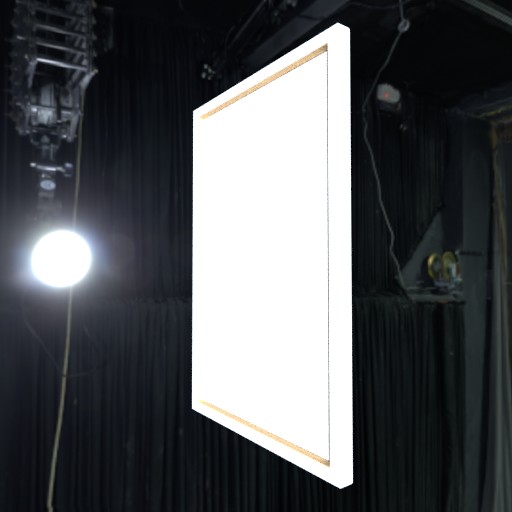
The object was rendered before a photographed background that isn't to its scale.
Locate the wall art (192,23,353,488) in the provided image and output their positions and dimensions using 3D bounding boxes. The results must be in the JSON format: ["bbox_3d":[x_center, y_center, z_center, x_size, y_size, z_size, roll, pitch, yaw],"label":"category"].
[{"bbox_3d":[0.000,0.000,1.125,0.038,0.912,0.607,1,-2,-36],"label":"wall art"}]
